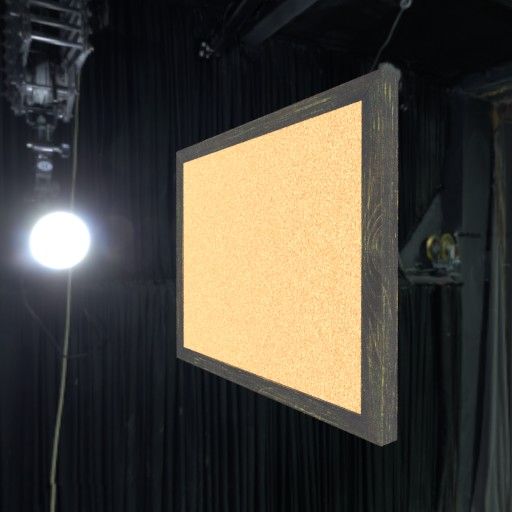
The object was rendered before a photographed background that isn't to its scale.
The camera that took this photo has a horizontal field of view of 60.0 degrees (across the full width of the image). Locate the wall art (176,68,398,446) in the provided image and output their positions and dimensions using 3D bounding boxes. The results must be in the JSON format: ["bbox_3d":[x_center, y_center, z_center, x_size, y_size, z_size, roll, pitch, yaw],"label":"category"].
[{"bbox_3d":[0.000,0.000,0.770,0.032,0.457,0.558,0,1,-36],"label":"wall art"}]
